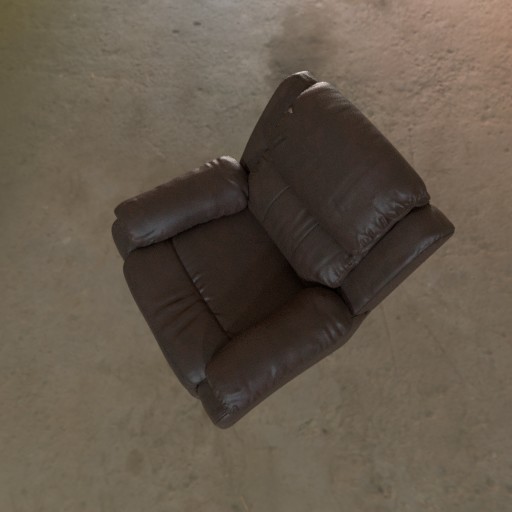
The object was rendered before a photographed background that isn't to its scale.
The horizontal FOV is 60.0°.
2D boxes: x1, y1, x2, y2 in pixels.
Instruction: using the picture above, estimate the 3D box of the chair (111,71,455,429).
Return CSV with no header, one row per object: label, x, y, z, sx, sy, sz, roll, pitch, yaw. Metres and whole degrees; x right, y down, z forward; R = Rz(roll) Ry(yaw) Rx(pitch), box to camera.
chair,0.000,0.000,1.253,0.707,0.702,0.680,-29,67,-13
